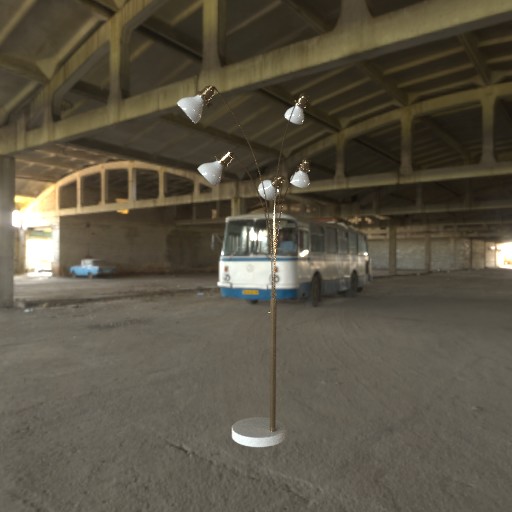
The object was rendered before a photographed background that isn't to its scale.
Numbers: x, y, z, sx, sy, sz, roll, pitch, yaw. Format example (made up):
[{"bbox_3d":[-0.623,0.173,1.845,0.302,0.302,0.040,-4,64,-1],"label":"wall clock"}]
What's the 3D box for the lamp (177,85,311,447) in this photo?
[{"bbox_3d":[0.000,0.000,2.963,0.361,2.423,1.405,0,0,36],"label":"lamp"}]
